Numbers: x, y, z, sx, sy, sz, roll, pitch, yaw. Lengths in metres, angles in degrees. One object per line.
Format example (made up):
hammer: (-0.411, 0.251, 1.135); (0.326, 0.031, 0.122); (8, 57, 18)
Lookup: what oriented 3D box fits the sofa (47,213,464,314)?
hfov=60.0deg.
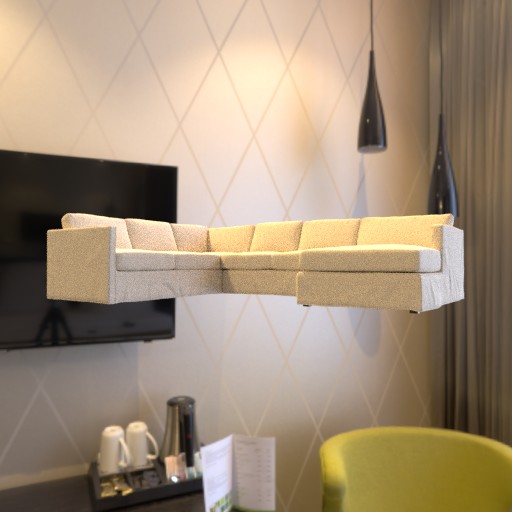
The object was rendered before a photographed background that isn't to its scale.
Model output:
sofa: (0.000, 0.000, 4.434); (3.460, 0.882, 2.427); (-1, -1, 35)
